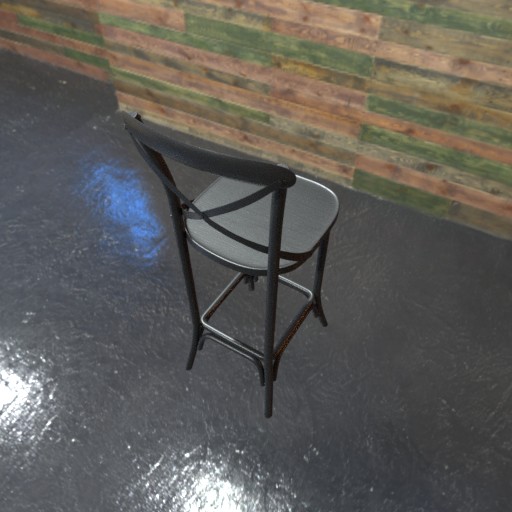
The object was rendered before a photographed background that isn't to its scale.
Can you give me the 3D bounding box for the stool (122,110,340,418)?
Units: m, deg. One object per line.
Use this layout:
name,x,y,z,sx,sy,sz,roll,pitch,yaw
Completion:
stool,0.000,0.000,1.471,0.457,1.168,0.584,24,51,21
